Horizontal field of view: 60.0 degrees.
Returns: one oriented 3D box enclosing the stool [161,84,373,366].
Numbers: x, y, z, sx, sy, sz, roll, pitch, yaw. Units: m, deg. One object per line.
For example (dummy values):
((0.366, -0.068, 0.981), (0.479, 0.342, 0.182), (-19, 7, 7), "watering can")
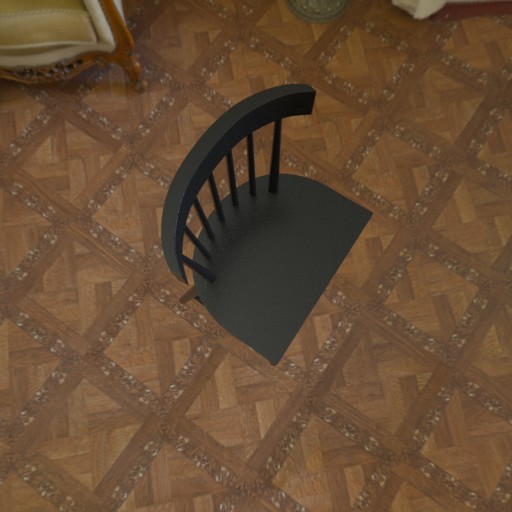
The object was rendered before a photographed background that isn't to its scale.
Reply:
((0.000, 0.000, 1.335), (0.483, 1.092, 0.482), (33, 78, 8), "stool")
